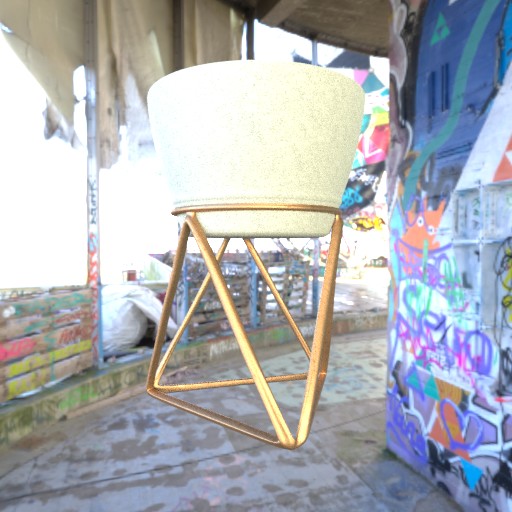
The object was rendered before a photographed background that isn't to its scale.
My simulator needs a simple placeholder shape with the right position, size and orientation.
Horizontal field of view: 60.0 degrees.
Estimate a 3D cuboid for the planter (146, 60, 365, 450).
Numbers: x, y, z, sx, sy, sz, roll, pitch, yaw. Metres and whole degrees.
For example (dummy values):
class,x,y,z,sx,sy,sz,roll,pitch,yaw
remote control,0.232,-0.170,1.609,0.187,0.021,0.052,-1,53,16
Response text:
class,x,y,z,sx,sy,sz,roll,pitch,yaw
planter,0.000,0.000,0.738,0.350,0.504,0.350,0,2,-17
